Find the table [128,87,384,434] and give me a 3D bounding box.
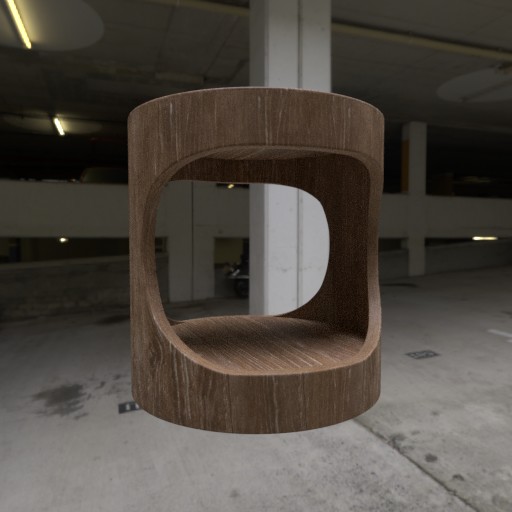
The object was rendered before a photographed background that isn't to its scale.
[{"bbox_3d":[0.000,0.000,0.962,0.527,0.551,0.527,0,3,0],"label":"table"}]
